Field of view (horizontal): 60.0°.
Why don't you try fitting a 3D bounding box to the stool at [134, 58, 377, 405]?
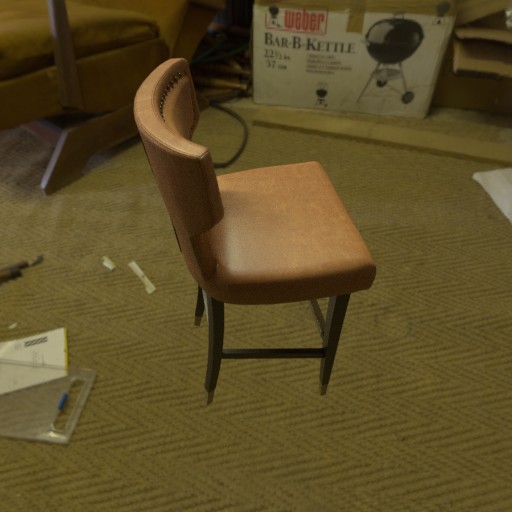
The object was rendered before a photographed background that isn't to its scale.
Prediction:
[{"bbox_3d":[0.000,0.000,1.412,0.563,1.092,0.526,-8,46,-8],"label":"stool"}]
